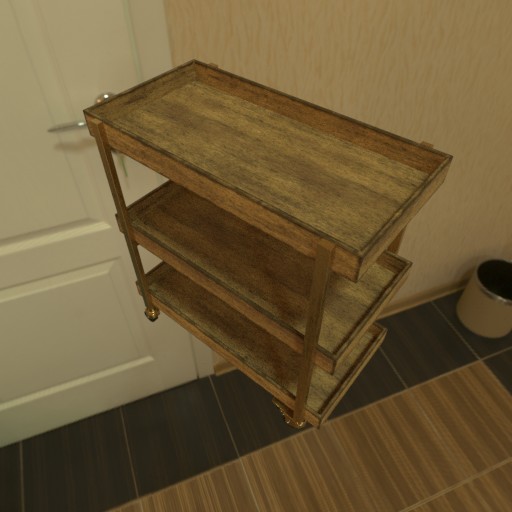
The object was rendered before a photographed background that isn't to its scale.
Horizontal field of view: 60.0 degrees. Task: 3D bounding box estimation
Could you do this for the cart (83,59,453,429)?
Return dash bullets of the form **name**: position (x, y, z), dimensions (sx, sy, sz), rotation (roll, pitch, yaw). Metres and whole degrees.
- **cart**: position (0.000, 0.000, 1.266), dimensions (0.750, 0.799, 0.416), rotation (31, 54, 26)
